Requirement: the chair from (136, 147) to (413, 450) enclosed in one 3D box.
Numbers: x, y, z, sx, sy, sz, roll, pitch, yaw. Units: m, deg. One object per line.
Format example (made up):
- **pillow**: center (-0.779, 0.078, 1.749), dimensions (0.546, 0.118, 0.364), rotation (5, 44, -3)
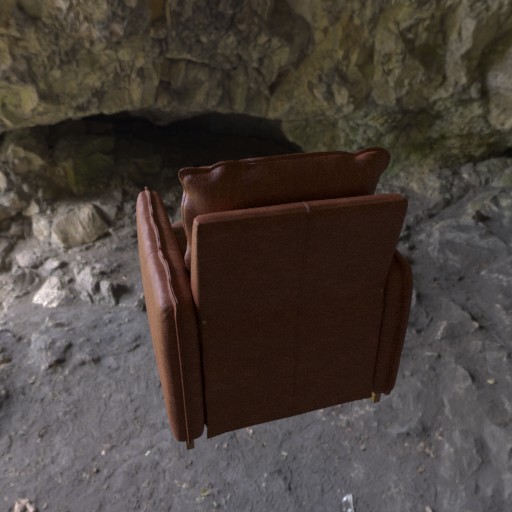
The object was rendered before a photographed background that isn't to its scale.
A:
- **chair**: center (0.000, 0.000, 1.643), dimensions (0.830, 0.922, 0.922), rotation (-8, 29, -15)
